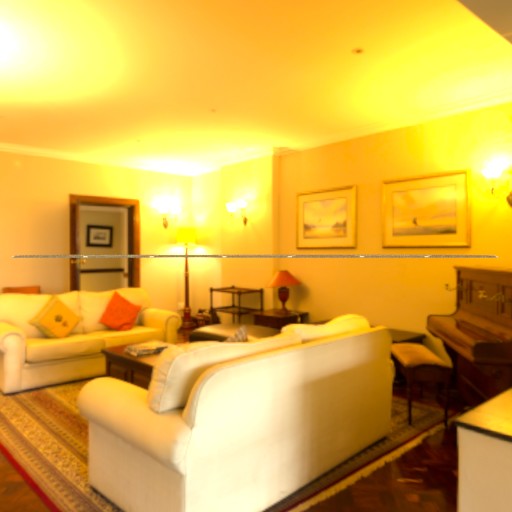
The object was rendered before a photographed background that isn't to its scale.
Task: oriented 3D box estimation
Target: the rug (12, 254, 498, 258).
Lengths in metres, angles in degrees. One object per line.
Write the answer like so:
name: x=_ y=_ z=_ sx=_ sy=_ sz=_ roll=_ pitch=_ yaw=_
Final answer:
rug: x=0.000 y=0.000 z=2.624 sx=2.464 sy=0.012 sz=0.773 roll=0 pitch=0 yaw=-1
